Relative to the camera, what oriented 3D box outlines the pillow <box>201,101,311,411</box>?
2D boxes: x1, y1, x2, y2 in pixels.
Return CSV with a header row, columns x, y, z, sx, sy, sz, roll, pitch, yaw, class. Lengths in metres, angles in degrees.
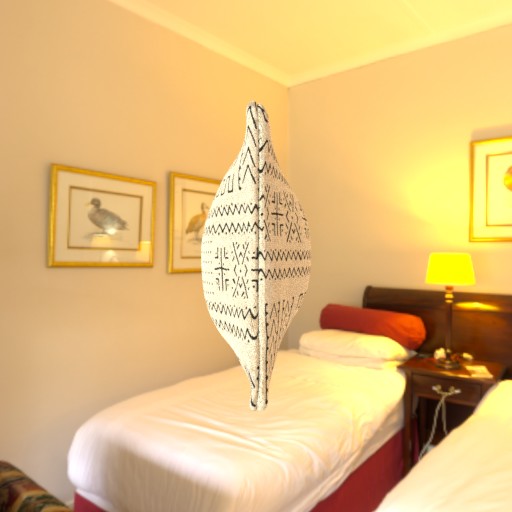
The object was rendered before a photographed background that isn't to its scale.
x,y,z,sx,sy,sz,roll,pitch,yaw,class
0.000,0.000,0.806,0.188,0.352,0.637,0,0,1,pillow
